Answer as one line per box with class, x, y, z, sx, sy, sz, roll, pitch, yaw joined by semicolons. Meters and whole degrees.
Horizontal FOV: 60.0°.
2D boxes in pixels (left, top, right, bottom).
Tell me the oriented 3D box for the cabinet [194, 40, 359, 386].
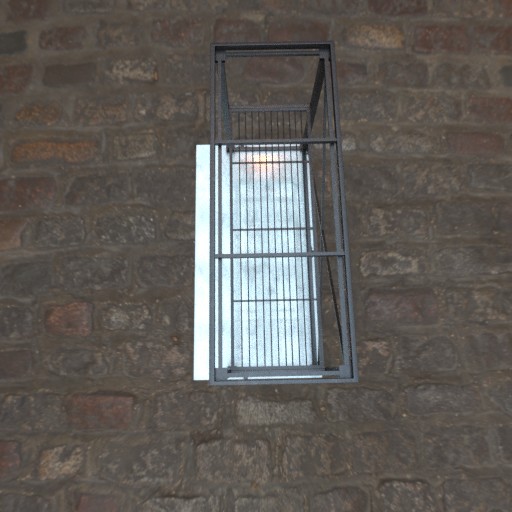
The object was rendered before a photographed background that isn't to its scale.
cabinet;0.000;0.000;2.266;0.610;1.659;1.210;-1;76;0
